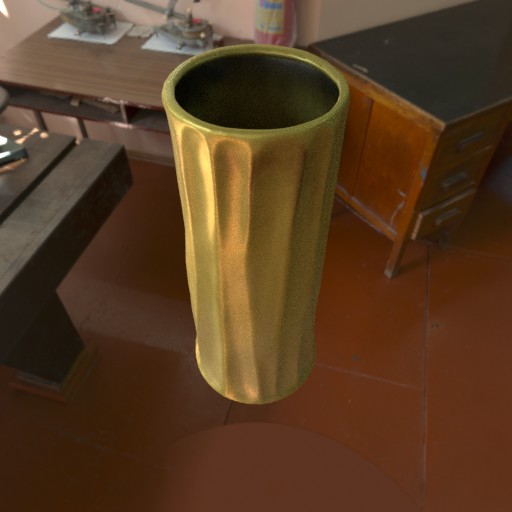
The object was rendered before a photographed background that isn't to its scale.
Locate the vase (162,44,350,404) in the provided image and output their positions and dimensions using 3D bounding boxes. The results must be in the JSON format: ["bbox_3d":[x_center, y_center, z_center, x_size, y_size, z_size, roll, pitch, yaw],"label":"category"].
[{"bbox_3d":[0.000,0.000,0.175,0.061,0.143,0.061,0,48,0],"label":"vase"}]
